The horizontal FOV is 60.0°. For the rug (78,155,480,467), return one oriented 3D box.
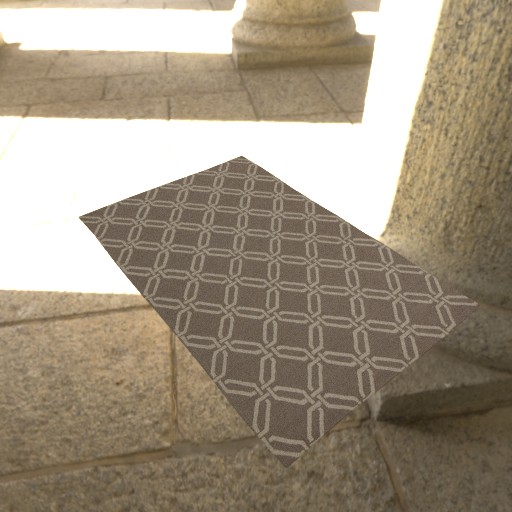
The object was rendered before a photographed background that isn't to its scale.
[{"bbox_3d":[0.000,0.000,2.187,1.142,0.010,1.748,-27,48,-28],"label":"rug"}]
